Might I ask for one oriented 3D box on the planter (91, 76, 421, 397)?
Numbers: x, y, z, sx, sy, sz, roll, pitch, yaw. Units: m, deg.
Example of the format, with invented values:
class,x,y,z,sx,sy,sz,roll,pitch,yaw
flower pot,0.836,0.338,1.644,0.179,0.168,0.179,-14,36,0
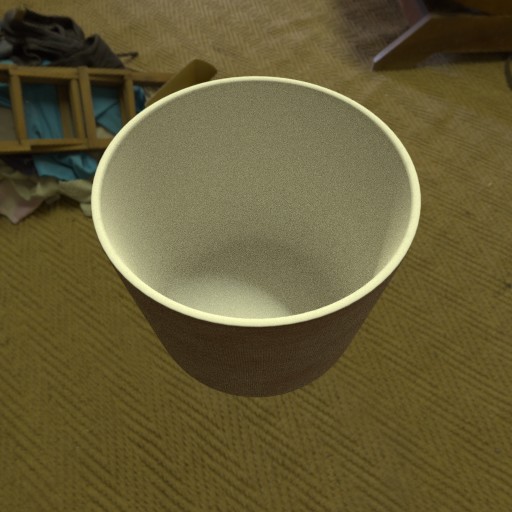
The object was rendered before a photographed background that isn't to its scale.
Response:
class,x,y,z,sx,sy,sz,roll,pitch,yaw
planter,0.000,0.000,0.768,0.440,0.398,0.440,0,57,0
